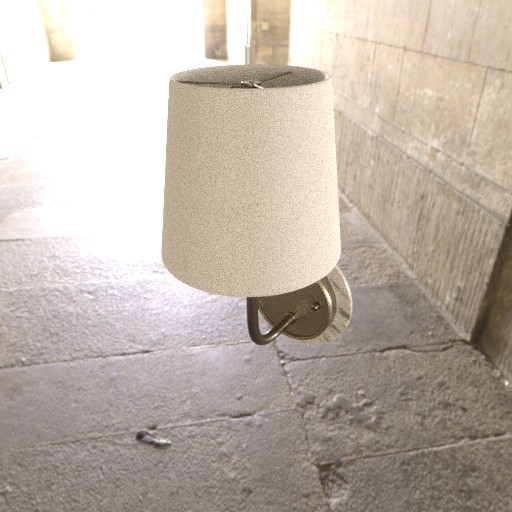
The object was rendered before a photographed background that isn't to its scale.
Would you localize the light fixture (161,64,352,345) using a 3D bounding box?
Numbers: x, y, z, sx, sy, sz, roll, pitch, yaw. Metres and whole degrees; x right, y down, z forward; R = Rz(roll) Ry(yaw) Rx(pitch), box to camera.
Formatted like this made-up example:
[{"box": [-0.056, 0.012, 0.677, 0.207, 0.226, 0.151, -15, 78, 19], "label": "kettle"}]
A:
[{"box": [0.000, 0.000, 0.439, 0.168, 0.337, 0.188, 19, 35, 30], "label": "light fixture"}]
